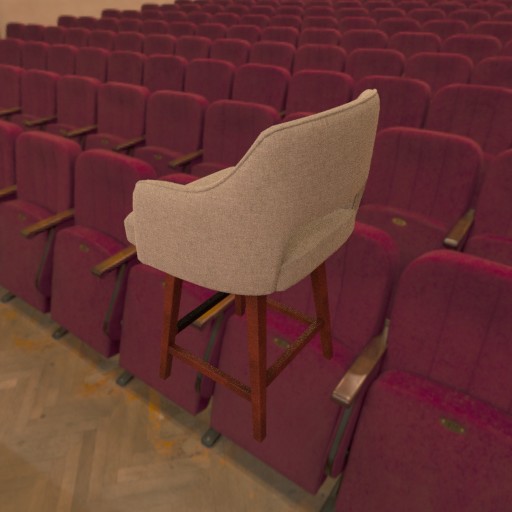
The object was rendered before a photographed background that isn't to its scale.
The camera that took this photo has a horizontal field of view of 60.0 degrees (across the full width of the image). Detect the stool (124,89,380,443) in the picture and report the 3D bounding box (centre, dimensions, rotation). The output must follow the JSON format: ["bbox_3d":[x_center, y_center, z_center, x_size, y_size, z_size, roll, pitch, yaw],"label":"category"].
[{"bbox_3d":[0.000,0.000,1.310,0.558,0.944,0.599,21,37,31],"label":"stool"}]
